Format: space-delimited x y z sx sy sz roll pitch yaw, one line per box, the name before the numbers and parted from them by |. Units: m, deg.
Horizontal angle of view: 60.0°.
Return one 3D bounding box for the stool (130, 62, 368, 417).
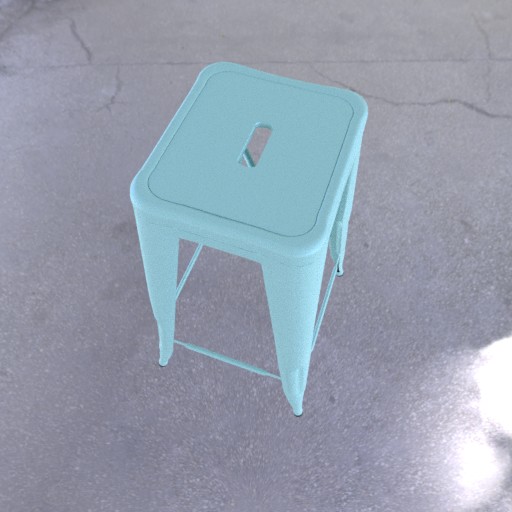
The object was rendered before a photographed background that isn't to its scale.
stool | 0.000 0.000 0.851 0.359 0.609 0.399 17 62 9
